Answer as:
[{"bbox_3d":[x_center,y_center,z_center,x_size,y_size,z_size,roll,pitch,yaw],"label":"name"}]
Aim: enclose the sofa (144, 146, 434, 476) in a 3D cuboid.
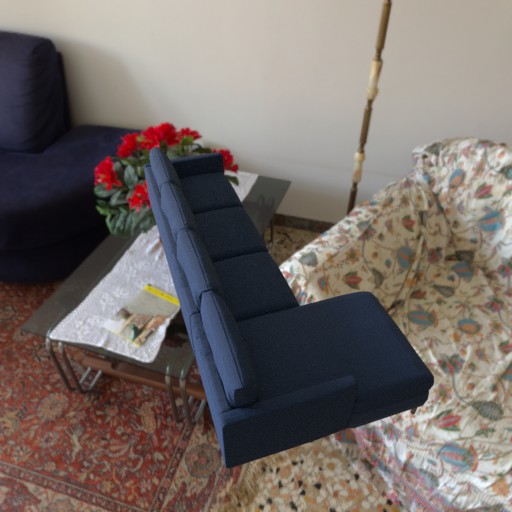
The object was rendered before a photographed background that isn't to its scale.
[{"bbox_3d":[0.000,0.000,2.983,1.128,0.679,2.450,-13,42,-14],"label":"sofa"}]
